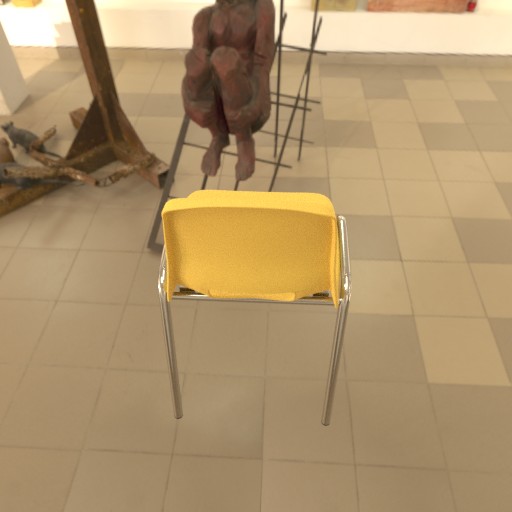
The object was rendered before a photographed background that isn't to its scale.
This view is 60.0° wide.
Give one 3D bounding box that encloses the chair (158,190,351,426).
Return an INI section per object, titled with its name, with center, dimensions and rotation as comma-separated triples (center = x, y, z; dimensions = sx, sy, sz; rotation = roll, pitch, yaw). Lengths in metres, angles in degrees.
[chair]
center = 0.000, 0.000, 0.911
dimensions = 0.381, 0.653, 0.436
rotation = 2, 48, 2
